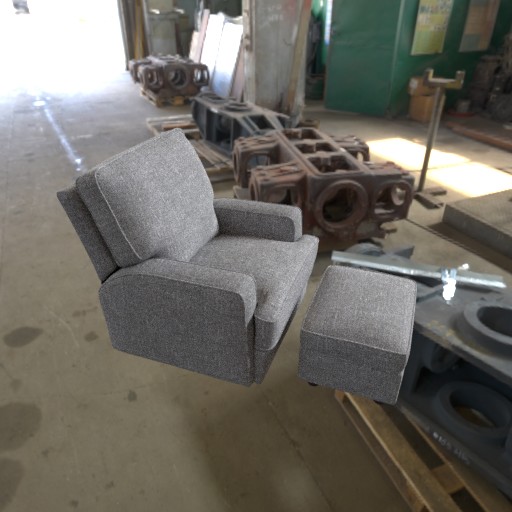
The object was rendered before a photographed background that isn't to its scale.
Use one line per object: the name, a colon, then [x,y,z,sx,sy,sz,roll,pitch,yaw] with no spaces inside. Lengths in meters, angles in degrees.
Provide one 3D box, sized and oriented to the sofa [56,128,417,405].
sofa: [0.000,0.000,2.069,1.472,0.959,0.861,11,33,18]
